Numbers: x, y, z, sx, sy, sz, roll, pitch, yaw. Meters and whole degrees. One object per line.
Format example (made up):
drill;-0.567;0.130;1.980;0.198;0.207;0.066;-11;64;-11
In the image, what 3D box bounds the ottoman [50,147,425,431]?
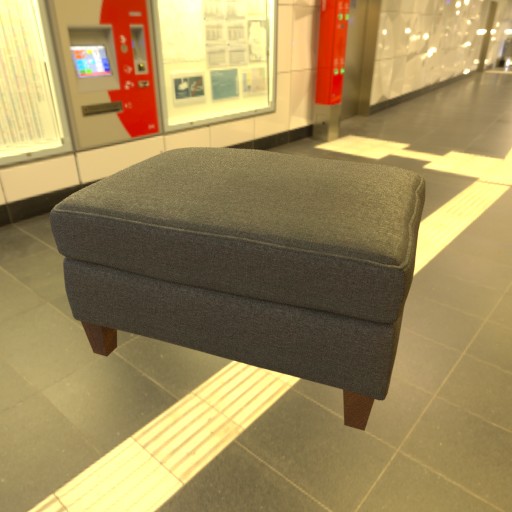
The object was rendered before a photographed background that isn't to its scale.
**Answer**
ottoman;0.000;0.000;1.233;0.826;0.496;0.639;10;29;19
